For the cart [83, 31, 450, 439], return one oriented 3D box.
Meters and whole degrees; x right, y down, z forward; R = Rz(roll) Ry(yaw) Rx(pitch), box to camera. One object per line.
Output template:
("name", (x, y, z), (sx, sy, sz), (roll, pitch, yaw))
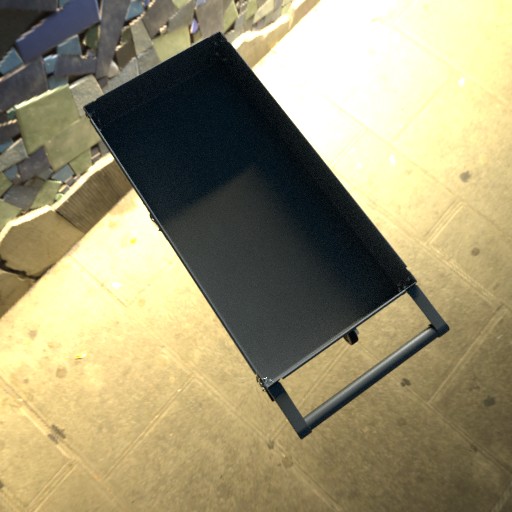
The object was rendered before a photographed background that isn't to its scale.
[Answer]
("cart", (0.000, 0.000, 1.192), (0.366, 0.719, 0.779), (-33, 77, -9))
